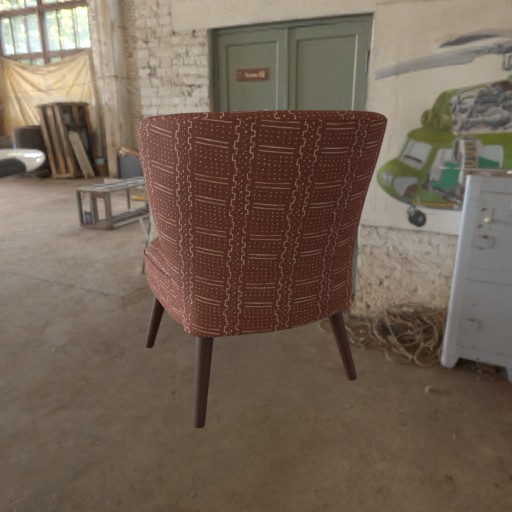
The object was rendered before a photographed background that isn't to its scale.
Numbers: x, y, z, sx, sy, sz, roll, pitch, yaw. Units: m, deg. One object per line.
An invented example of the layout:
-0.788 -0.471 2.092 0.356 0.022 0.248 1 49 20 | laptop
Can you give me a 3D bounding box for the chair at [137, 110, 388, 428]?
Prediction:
0.000 0.000 1.402 0.706 0.866 0.758 -8 19 -25 | chair
